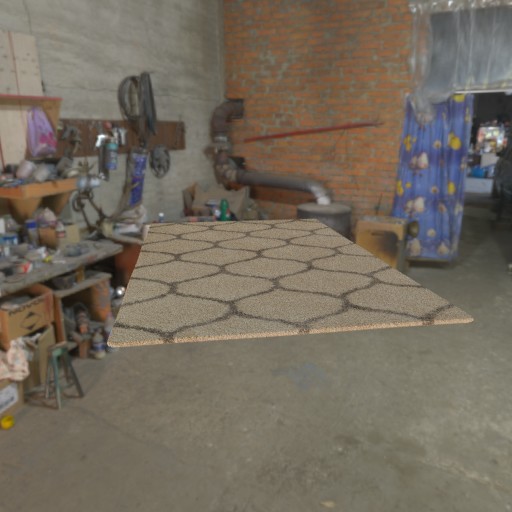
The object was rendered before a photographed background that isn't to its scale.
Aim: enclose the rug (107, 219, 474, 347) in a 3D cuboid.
[{"bbox_3d":[0.000,0.000,2.873,1.501,0.024,2.348,-2,15,-9],"label":"rug"}]
